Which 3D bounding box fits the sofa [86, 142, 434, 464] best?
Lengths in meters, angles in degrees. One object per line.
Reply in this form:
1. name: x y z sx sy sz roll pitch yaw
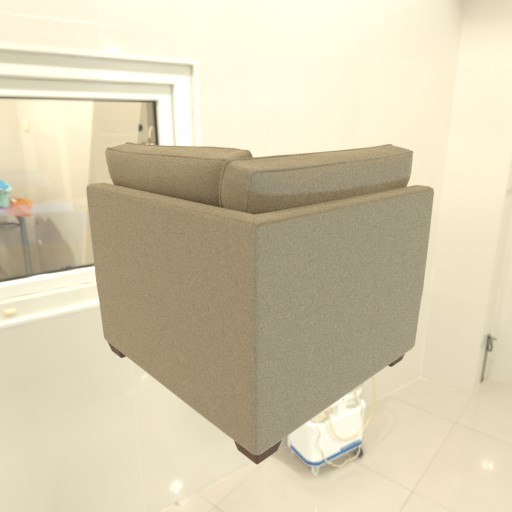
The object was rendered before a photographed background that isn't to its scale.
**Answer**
1. sofa: 0.000 0.000 2.027 1.084 1.002 1.146 -15 22 -41
